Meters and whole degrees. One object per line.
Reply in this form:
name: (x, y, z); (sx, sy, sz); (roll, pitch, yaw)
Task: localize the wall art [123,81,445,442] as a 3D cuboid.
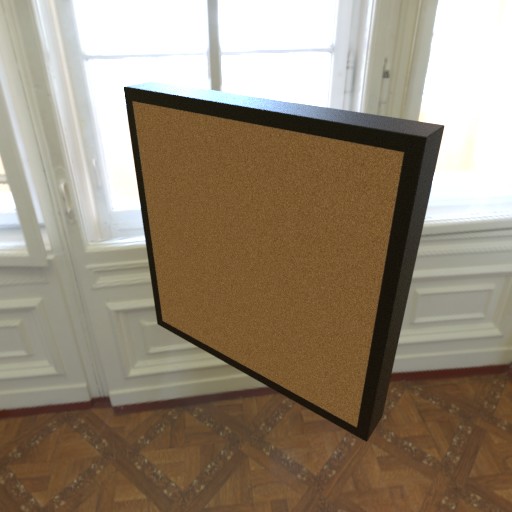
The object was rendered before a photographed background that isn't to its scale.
wall art: (0.000, 0.000, 0.454); (0.304, 0.304, 0.038); (21, 37, 31)
